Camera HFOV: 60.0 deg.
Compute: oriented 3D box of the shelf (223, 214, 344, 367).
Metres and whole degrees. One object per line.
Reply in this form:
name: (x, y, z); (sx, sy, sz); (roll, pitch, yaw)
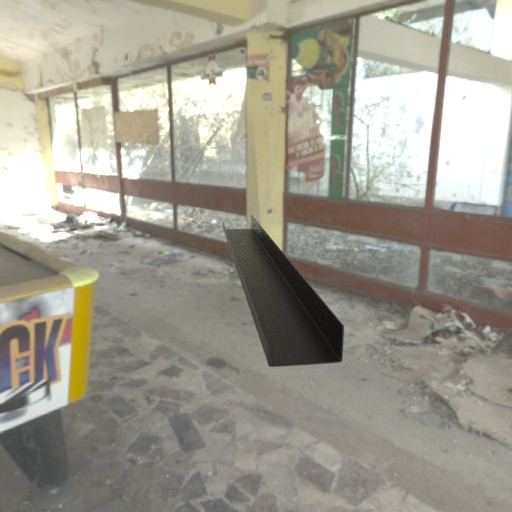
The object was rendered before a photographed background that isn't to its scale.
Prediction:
shelf: (0.000, 0.000, 0.975); (0.092, 0.049, 0.924); (-2, 14, -7)
